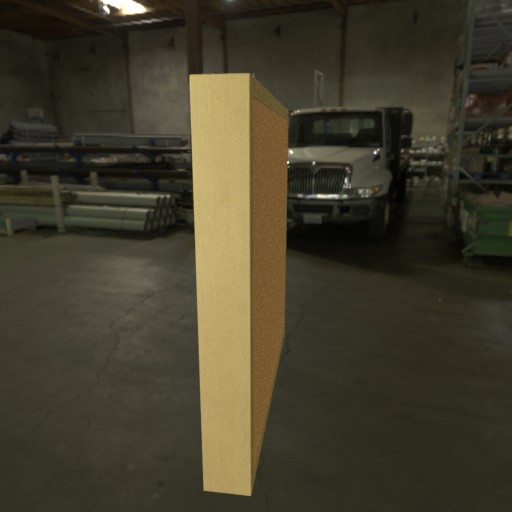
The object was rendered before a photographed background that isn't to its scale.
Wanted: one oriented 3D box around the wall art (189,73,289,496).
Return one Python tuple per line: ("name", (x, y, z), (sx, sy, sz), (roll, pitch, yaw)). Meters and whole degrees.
("wall art", (0.000, 0.000, 0.453), (0.038, 0.305, 0.305), (2, 14, 8))
